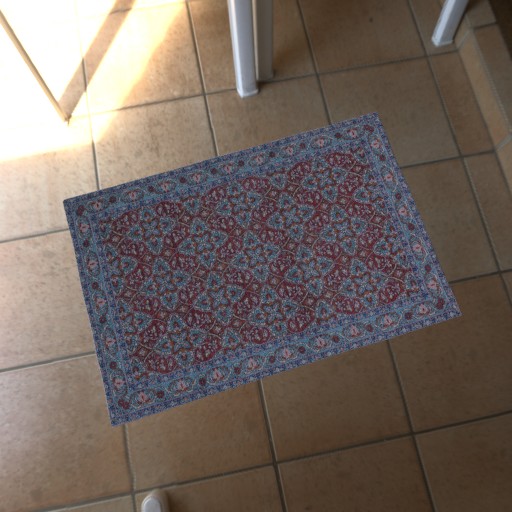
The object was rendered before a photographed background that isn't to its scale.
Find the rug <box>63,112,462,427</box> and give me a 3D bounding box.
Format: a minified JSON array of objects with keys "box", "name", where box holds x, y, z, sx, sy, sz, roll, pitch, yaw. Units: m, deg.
[{"box":[0.000,0.000,2.335,1.829,0.009,1.219,-17,77,-4],"name":"rug"}]
